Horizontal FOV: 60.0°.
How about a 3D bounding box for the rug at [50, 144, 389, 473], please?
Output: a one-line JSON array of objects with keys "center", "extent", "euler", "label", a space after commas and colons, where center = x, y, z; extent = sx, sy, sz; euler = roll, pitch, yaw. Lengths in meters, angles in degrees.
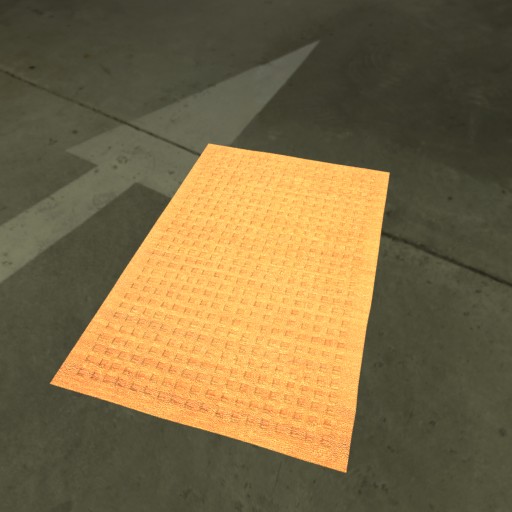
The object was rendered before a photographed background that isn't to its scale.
[{"center": [0.000, 0.000, 2.166], "extent": [1.143, 0.006, 1.747], "euler": [12, 48, 11], "label": "rug"}]
